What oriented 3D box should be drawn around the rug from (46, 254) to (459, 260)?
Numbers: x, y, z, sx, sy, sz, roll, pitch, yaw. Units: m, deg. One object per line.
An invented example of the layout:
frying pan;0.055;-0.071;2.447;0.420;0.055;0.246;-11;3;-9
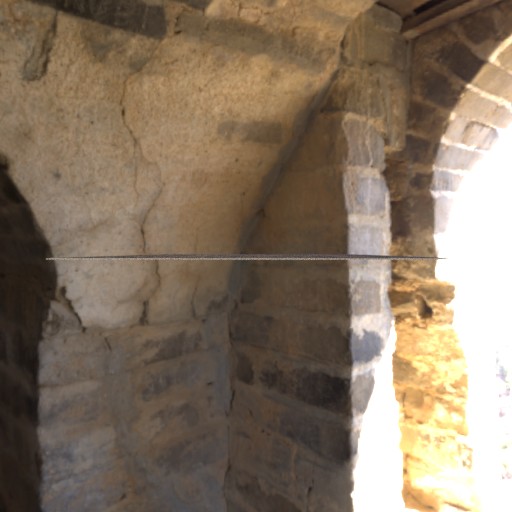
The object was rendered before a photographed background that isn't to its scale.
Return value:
rug;0.000;0.000;4.008;2.380;0.008;2.977;0;1;1
